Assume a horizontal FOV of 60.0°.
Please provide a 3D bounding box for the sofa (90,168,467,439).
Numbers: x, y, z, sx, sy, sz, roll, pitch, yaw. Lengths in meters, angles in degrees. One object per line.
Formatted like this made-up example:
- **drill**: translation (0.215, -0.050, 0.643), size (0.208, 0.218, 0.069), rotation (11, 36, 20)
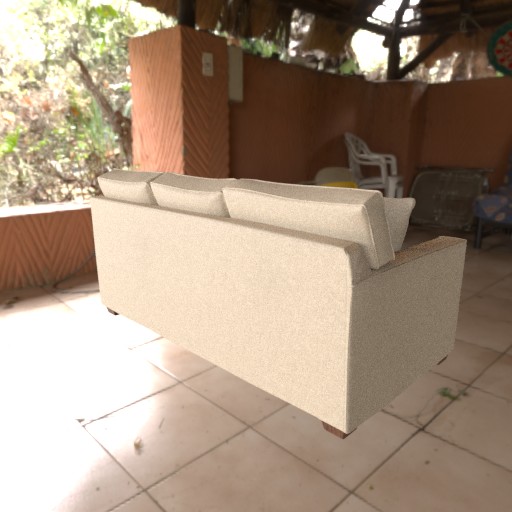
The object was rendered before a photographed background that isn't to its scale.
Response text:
- **sofa**: translation (0.000, 0.000, 2.534), size (1.962, 0.946, 1.034), rotation (14, 20, 43)
